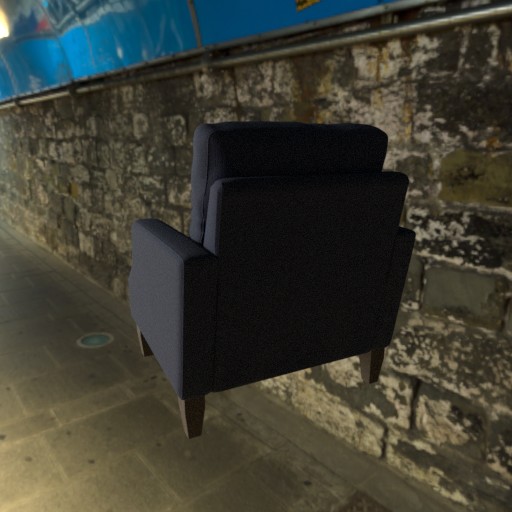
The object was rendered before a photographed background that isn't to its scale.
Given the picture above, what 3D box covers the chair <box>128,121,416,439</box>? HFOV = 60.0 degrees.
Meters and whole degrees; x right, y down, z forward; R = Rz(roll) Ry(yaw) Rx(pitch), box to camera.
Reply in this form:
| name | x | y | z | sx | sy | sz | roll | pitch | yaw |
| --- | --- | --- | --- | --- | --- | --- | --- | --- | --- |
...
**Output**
| name | x | y | z | sx | sy | sz | roll | pitch | yaw |
| --- | --- | --- | --- | --- | --- | --- | --- | --- | --- |
| chair | 0.000 | 0.000 | 1.735 | 0.855 | 0.991 | 0.897 | -7 | 16 | -26 |
